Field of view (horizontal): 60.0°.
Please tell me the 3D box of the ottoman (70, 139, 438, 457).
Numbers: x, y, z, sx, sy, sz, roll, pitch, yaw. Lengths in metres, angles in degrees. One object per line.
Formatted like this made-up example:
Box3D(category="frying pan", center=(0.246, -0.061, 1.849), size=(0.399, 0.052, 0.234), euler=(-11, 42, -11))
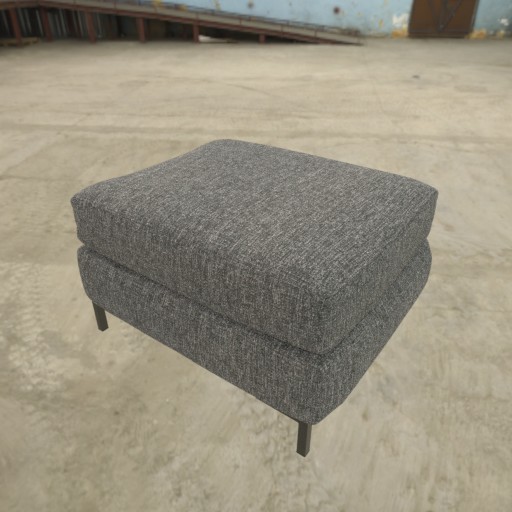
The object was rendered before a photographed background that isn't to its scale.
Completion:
Box3D(category="ottoman", center=(0.000, 0.000, 1.251), size=(0.828, 0.480, 0.683), euler=(21, 37, 30))
